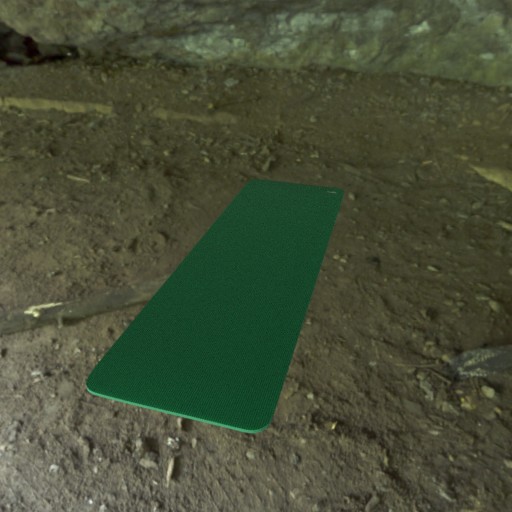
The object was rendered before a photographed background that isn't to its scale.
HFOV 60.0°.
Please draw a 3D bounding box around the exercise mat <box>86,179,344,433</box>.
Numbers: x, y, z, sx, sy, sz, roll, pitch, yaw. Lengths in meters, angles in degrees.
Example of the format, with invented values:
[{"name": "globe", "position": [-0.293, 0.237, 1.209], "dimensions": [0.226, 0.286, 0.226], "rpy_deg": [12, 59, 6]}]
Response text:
[{"name": "exercise mat", "position": [0.000, 0.000, 2.091], "dimensions": [0.616, 0.021, 1.869], "rpy_deg": [9, 32, 14]}]
